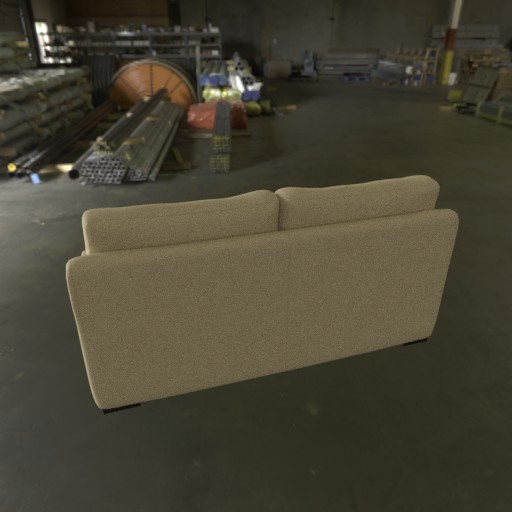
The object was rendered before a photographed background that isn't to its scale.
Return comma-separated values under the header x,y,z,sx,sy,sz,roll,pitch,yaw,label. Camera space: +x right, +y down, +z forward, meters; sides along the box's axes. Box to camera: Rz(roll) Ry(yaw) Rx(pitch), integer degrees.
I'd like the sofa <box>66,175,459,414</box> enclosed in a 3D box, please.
x,y,z,sx,sy,sz,roll,pitch,yaw,label
0.000,0.000,2.503,1.885,0.967,0.962,-8,28,-16,sofa
